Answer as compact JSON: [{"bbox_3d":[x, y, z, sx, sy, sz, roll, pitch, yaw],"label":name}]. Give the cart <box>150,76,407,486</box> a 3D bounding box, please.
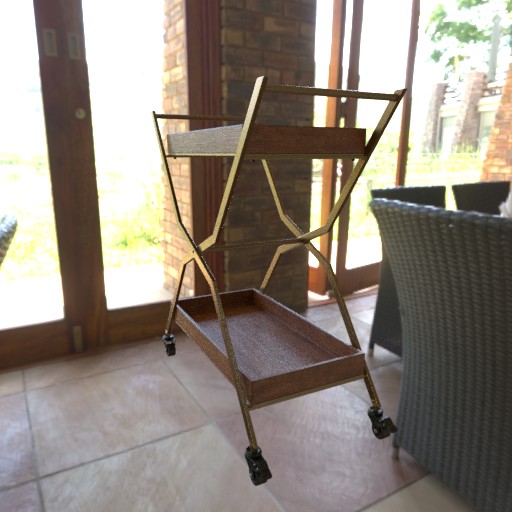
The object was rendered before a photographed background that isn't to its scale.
[{"bbox_3d":[0.000,0.000,1.315,0.405,0.869,0.836,-7,15,-26],"label":"cart"}]
